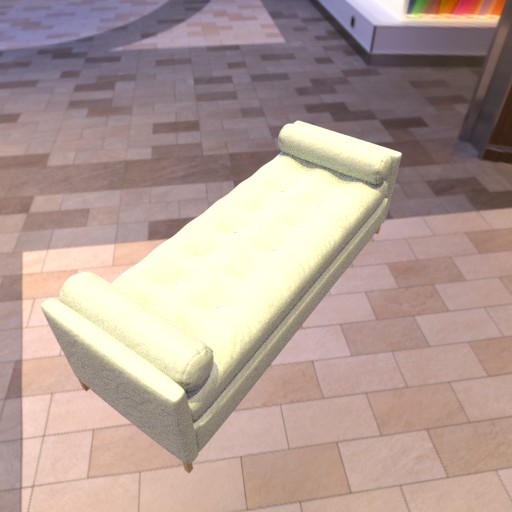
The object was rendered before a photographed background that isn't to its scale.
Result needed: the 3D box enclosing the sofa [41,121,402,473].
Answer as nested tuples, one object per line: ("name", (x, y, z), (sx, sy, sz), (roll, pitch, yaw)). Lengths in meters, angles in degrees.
("sofa", (0.000, 0.000, 2.513), (0.796, 0.705, 2.102), (26, 49, 25))
